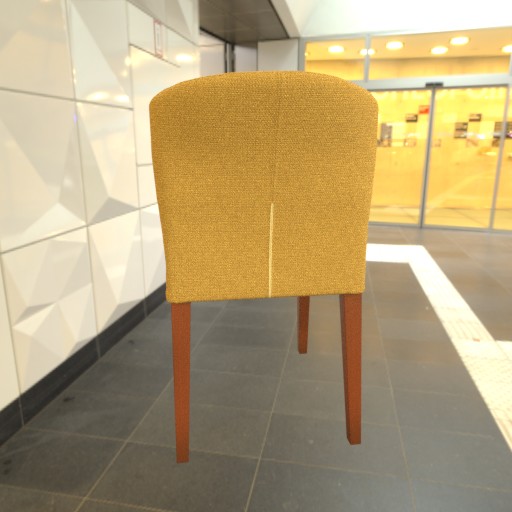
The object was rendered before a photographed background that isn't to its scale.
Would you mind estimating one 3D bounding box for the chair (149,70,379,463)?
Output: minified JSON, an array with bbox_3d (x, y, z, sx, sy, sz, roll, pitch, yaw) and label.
[{"bbox_3d":[0.000,0.000,1.176,0.491,0.839,0.589,-2,14,-8],"label":"chair"}]
